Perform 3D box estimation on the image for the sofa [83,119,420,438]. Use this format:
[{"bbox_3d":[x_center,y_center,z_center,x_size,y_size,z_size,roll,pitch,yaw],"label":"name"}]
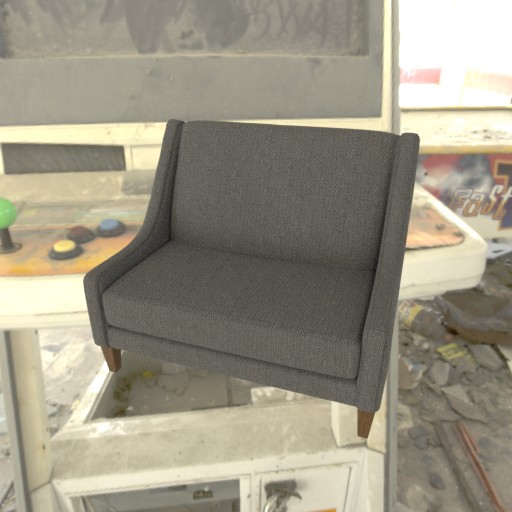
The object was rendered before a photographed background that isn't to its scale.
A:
[{"bbox_3d":[0.000,0.000,1.966,1.242,1.022,0.873,9,27,17],"label":"sofa"}]
